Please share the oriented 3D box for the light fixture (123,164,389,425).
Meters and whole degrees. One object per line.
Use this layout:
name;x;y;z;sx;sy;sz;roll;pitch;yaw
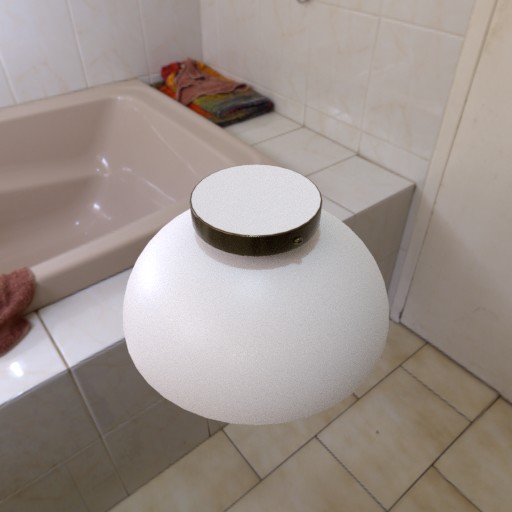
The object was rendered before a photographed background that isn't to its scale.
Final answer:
light fixture;0.000;0.000;0.555;0.355;0.177;0.355;0;40;0
